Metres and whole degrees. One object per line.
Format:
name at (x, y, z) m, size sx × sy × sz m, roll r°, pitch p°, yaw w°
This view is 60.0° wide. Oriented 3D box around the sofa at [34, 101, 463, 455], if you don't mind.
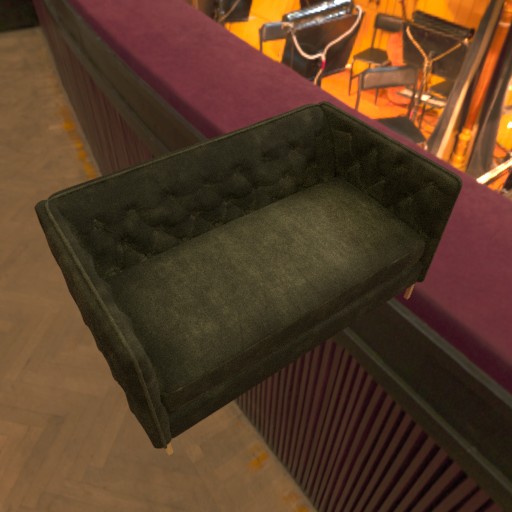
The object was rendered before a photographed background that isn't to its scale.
sofa at (0.000, 0.000, 2.024) m, size 1.537 × 0.768 × 0.895 m, roll -26°, pitch 51°, yaw -24°
